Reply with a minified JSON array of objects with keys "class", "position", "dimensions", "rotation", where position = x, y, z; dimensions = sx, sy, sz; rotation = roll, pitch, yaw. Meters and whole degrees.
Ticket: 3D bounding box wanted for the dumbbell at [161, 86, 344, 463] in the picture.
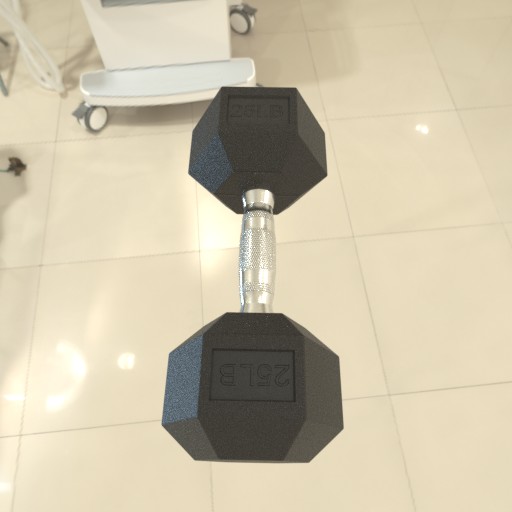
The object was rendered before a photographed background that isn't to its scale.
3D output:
[{"class":"dumbbell","position":[0.000,0.000,0.374],"dimensions":[0.129,0.113,0.315],"rotation":[1,64,0]}]
